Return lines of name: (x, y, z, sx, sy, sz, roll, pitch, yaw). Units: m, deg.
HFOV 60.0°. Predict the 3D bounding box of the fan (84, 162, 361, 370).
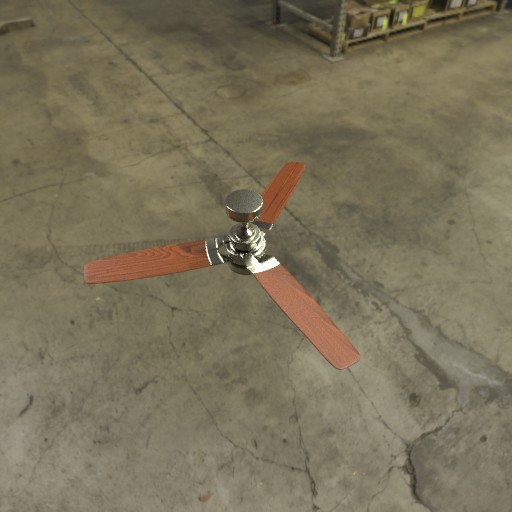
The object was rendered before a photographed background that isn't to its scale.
fan: (0.000, 0.000, 2.041, 1.416, 0.410, 1.271, -25, 51, -22)
